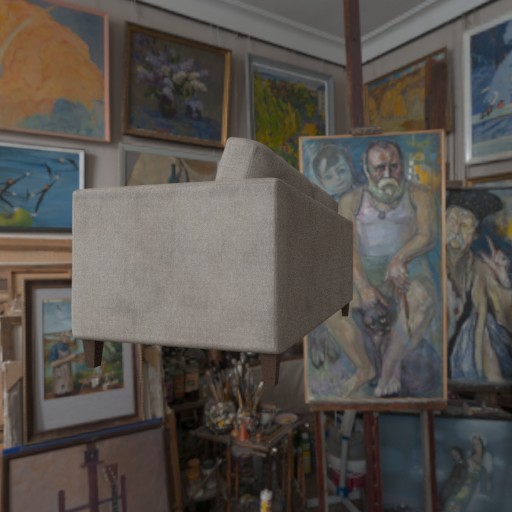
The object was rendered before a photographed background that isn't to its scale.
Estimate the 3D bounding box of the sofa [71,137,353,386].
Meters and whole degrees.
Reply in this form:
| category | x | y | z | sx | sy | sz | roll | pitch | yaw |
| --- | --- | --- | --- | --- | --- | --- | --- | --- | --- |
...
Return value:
| category | x | y | z | sx | sy | sz | roll | pitch | yaw |
| --- | --- | --- | --- | --- | --- | --- | --- | --- | --- |
| sofa | 0.000 | 0.000 | 2.754 | 0.951 | 0.965 | 2.208 | 0 | 0 | 19 |
